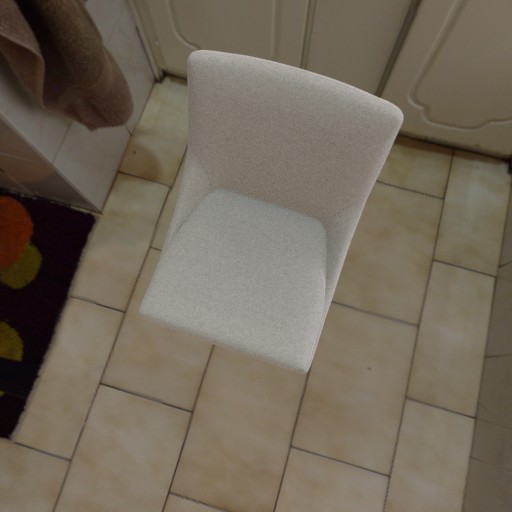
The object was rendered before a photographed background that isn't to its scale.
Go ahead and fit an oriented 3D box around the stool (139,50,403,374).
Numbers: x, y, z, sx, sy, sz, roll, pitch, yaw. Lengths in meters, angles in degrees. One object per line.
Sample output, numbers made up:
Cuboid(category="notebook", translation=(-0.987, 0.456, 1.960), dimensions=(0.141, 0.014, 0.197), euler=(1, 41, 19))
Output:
Cuboid(category="stool", translation=(0.000, 0.000, 1.291), dimensions=(0.469, 0.991, 0.559), euler=(18, 76, 5))
